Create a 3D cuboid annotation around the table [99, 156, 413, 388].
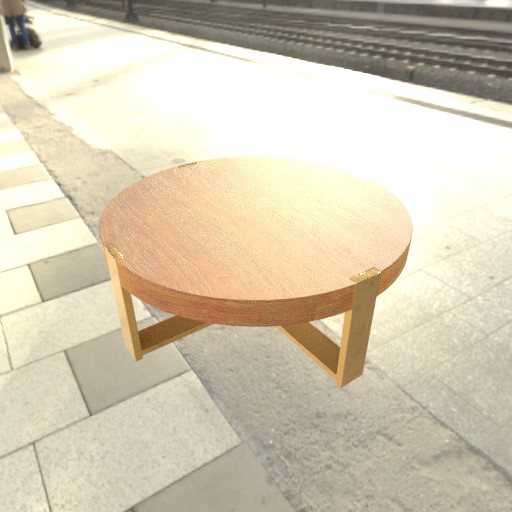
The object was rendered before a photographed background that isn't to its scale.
[{"bbox_3d":[0.000,0.000,1.740,1.100,0.420,1.100,0,32,0],"label":"table"}]
